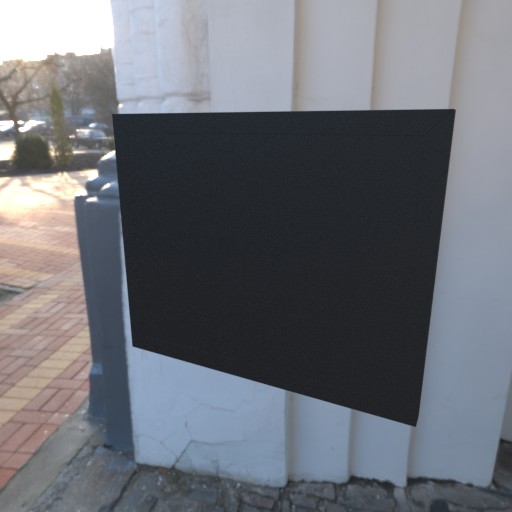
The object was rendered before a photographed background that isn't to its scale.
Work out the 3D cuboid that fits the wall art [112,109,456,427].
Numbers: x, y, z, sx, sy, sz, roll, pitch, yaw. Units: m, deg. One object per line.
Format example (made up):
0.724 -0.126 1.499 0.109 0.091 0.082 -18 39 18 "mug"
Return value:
0.000 0.000 0.739 0.558 0.457 0.029 8 18 26 "wall art"
